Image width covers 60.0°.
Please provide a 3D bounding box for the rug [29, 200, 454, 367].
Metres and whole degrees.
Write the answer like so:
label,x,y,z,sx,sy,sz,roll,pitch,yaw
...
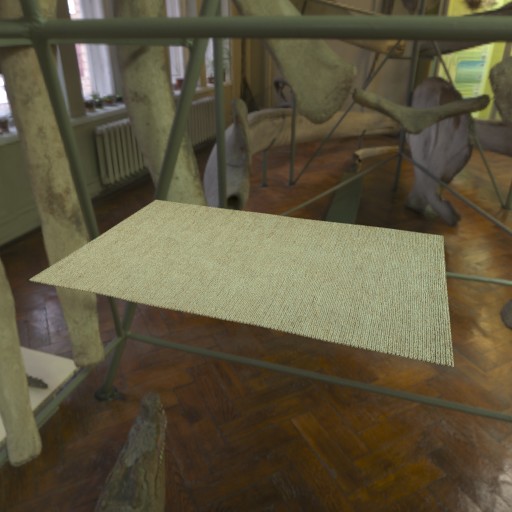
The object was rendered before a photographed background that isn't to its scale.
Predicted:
label,x,y,z,sx,sy,sz,roll,pitch,yaw
rug,0.000,0.000,3.025,2.439,0.011,1.533,9,28,17
